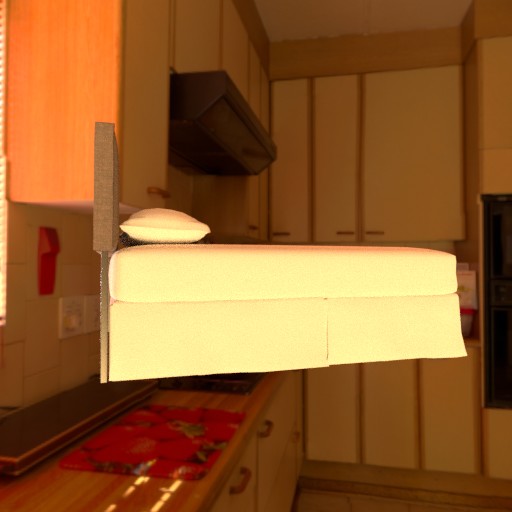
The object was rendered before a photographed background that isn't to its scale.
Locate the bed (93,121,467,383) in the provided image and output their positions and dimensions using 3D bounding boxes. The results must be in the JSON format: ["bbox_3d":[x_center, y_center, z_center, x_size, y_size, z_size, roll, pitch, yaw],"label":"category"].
[{"bbox_3d":[0.000,0.000,2.833,1.894,1.089,1.610,0,-1,-18],"label":"bed"}]
